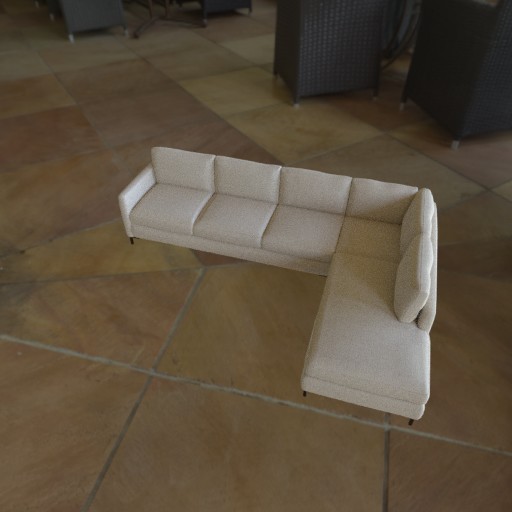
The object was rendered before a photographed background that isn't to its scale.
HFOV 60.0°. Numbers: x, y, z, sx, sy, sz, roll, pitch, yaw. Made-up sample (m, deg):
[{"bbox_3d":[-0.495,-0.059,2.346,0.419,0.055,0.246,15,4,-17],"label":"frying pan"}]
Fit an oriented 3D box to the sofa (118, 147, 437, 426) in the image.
[{"bbox_3d":[0.000,0.000,3.848,2.949,0.815,2.007,12,42,13],"label":"sofa"}]
